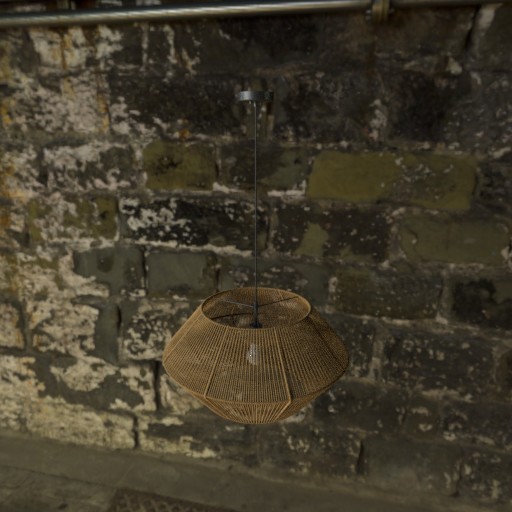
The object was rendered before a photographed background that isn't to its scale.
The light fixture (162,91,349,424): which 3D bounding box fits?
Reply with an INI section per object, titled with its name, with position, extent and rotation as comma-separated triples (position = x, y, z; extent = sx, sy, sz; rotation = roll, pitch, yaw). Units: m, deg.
[light fixture]
position = 0.000, 0.000, 1.453
extent = 0.643, 1.009, 0.643
rotation = 0, 16, 0
